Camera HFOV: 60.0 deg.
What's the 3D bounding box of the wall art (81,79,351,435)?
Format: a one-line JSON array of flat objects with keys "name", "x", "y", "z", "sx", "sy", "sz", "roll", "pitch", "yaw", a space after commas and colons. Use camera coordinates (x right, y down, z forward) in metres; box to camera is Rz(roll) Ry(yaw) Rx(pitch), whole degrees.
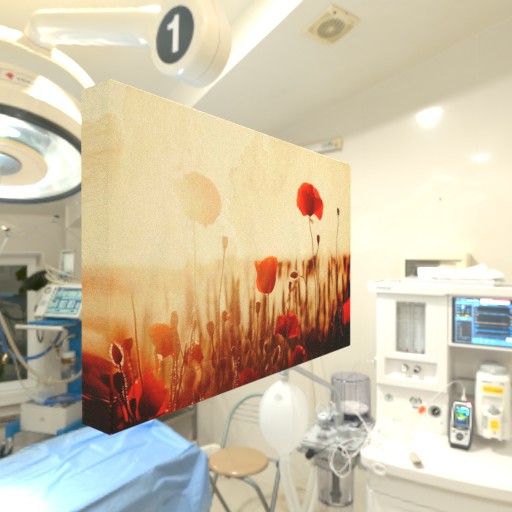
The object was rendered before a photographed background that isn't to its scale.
[{"name": "wall art", "x": 0.000, "y": 0.000, "z": 0.473, "sx": 0.037, "sy": 0.251, "sz": 0.383, "roll": 0, "pitch": 1, "yaw": 38}]
